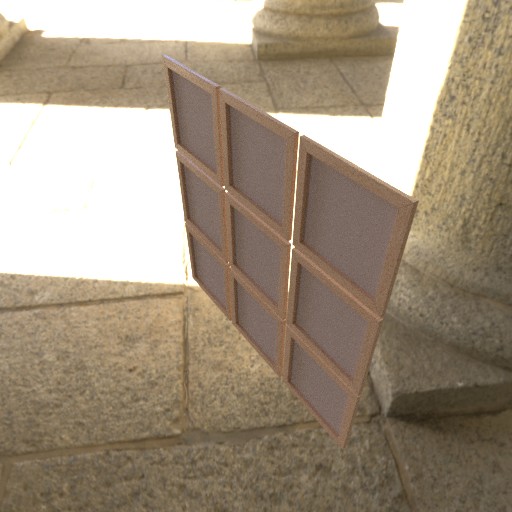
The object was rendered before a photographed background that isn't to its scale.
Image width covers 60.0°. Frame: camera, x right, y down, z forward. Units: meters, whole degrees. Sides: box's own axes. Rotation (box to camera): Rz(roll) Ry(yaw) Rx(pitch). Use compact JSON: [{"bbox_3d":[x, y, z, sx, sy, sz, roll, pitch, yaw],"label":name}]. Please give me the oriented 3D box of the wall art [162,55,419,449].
[{"bbox_3d":[0.000,0.000,1.753,0.016,1.207,1.217,-26,48,-26],"label":"wall art"}]
